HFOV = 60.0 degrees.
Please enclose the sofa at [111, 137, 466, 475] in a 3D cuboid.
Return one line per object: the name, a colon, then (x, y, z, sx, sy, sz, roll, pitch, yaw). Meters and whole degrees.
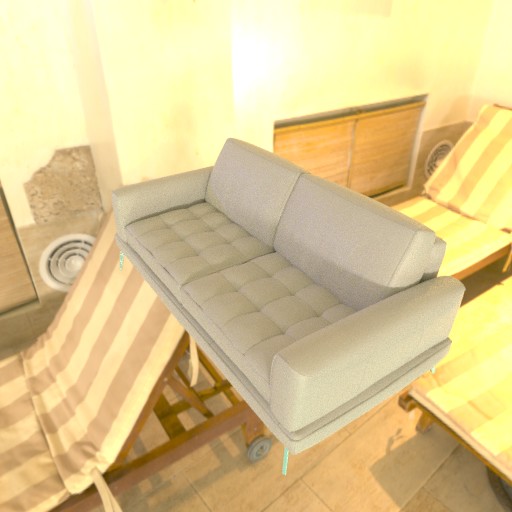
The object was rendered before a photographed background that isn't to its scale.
sofa: (0.000, 0.000, 2.709, 1.121, 0.930, 2.177, -20, 37, -29)
